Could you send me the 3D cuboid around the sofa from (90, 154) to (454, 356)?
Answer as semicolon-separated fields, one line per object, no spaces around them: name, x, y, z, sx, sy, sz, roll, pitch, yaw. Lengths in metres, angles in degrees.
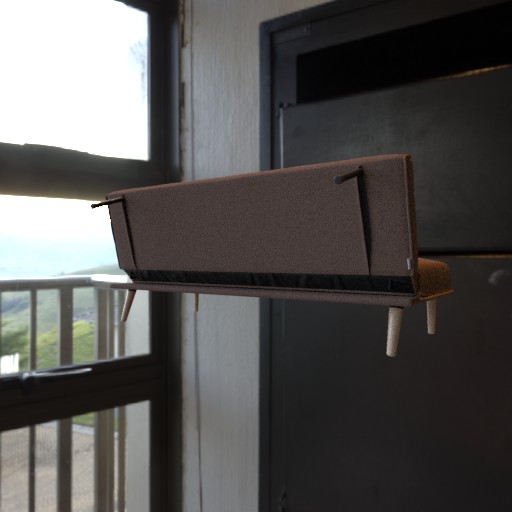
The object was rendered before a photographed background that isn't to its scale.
sofa;0.000;0.000;2.421;1.820;0.810;1.038;0;0;35
